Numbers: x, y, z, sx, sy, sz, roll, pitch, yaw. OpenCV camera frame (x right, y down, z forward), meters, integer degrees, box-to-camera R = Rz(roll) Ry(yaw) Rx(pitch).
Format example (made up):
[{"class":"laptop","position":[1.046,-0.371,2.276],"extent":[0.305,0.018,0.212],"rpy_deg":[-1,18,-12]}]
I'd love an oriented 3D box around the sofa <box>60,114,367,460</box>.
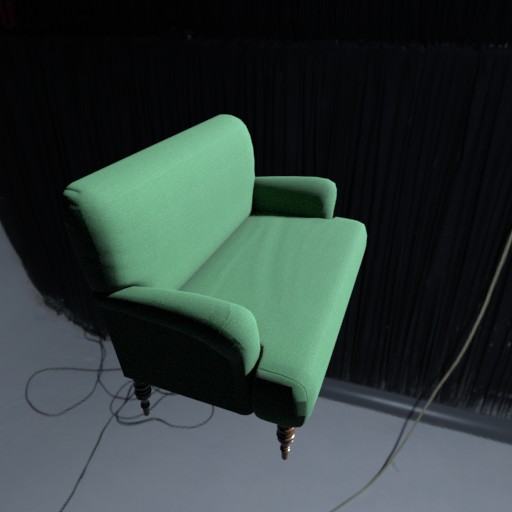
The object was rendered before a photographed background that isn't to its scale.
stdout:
[{"class":"sofa","position":[0.000,0.000,1.819],"extent":[0.779,0.889,1.297],"rpy_deg":[10,30,18]}]
